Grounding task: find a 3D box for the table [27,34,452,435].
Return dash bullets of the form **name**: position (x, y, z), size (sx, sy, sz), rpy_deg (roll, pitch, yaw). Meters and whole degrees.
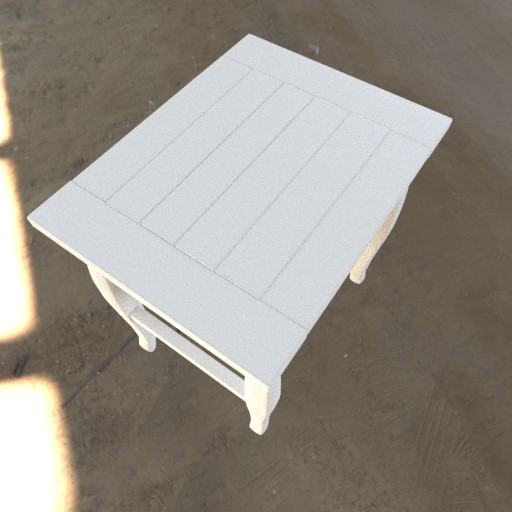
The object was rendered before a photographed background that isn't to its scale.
- **table**: position (0.000, 0.000, 1.010), size (0.463, 0.605, 0.599), rpy_deg (31, 63, 17)
